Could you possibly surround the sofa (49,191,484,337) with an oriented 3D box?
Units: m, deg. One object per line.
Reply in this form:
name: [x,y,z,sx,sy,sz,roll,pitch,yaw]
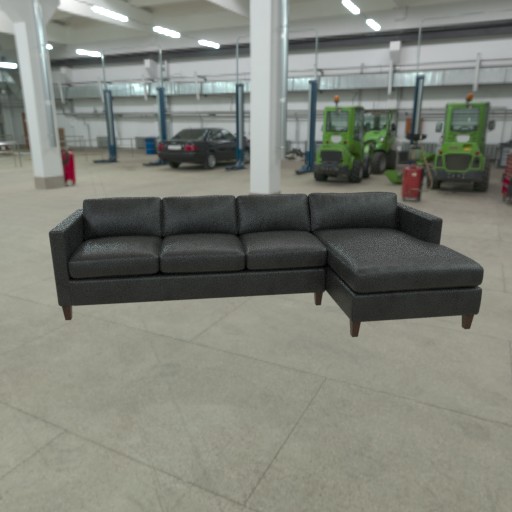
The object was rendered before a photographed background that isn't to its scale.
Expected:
sofa: [0.000,0.000,3.767,3.203,0.883,1.581,-2,17,-8]
